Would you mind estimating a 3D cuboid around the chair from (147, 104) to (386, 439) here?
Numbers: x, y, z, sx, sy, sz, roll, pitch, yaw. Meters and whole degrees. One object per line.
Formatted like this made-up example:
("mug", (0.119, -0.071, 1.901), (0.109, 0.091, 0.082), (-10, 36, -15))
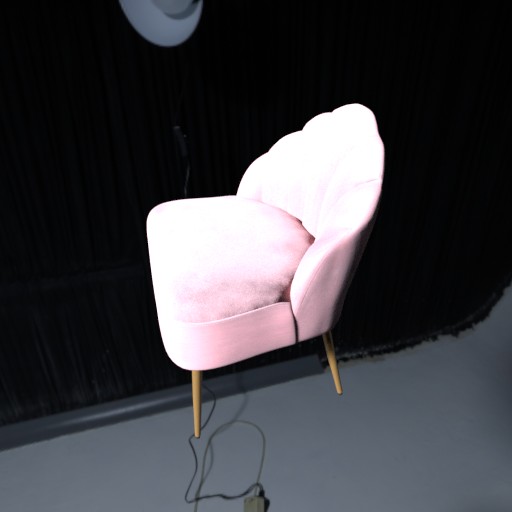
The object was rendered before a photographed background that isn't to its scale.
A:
("chair", (0.000, 0.000, 1.293), (0.599, 0.819, 0.657), (-8, 31, -13))
